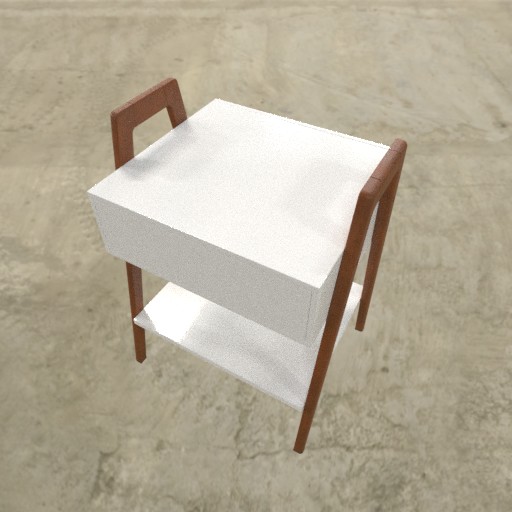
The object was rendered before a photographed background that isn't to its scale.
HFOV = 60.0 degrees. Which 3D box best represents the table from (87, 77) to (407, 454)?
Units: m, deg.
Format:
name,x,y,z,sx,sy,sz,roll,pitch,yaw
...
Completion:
name,x,y,z,sx,sy,sz,roll,pitch,yaw
table,0.000,0.000,0.922,0.457,0.610,0.405,22,50,21
